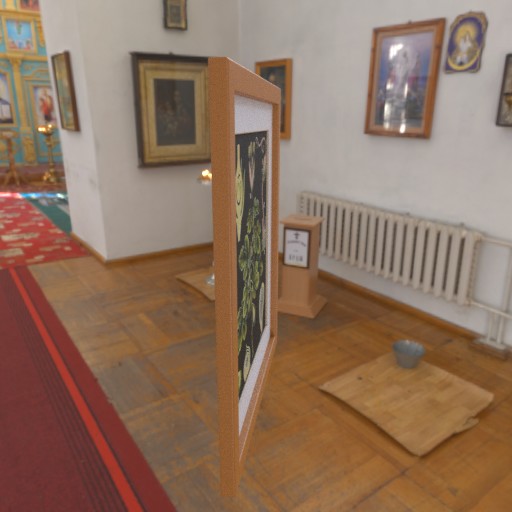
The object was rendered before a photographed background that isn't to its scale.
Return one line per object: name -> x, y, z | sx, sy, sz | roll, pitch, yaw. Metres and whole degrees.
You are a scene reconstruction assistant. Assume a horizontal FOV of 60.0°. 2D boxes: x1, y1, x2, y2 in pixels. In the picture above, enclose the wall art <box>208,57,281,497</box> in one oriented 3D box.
wall art -> 0.000, 0.000, 0.739 | 0.022, 0.553, 0.452 | 3, 17, 9
